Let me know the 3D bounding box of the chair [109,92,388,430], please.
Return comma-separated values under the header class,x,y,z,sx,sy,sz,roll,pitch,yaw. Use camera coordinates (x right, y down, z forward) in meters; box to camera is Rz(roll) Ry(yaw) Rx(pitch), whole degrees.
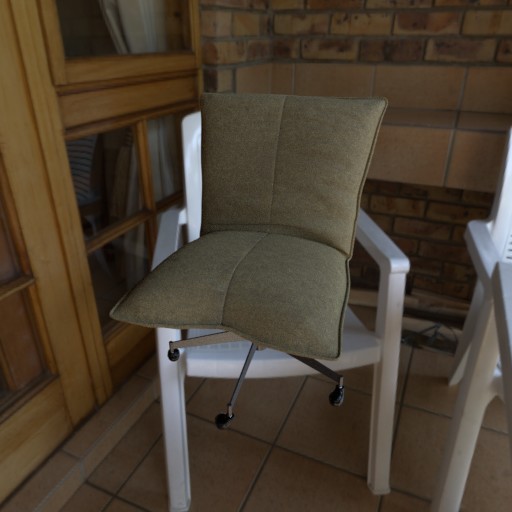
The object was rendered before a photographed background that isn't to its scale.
class,x,y,z,sx,sy,sz,roll,pitch,yaw
chair,0.000,0.000,1.273,0.597,0.811,0.696,8,28,16
